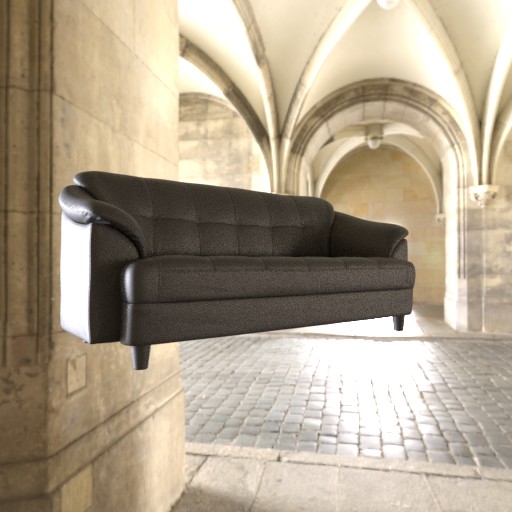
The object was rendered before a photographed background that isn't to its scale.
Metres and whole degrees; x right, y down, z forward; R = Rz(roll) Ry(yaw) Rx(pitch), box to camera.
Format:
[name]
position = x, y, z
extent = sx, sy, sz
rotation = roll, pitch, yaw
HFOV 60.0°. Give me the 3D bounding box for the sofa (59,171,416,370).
[sofa]
position = 0.000, 0.000, 2.246
extent = 1.829, 0.811, 0.800
rotation = 1, -1, -36
